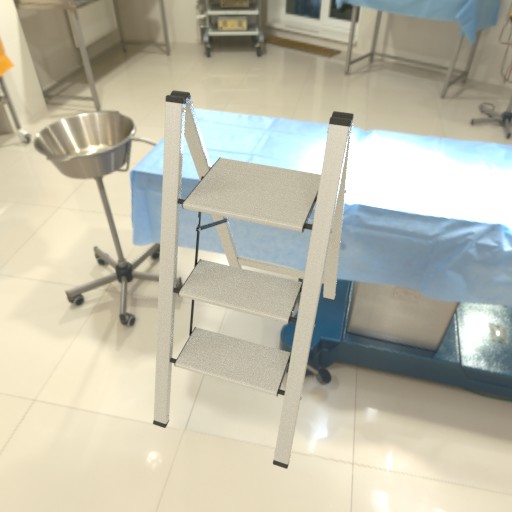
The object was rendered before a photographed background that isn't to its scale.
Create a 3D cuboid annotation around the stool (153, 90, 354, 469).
[{"bbox_3d":[0.000,0.000,1.295,0.441,0.902,0.730,12,42,14],"label":"stool"}]
